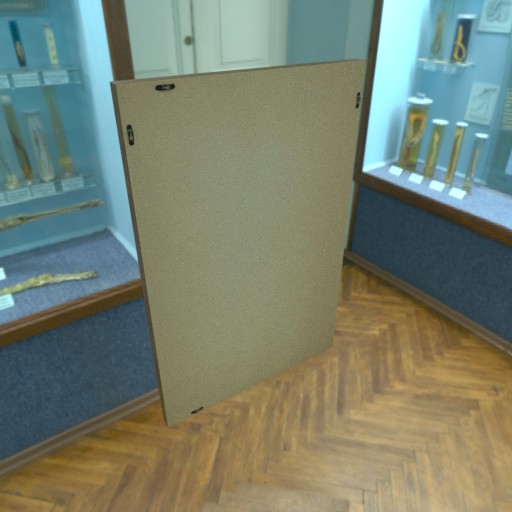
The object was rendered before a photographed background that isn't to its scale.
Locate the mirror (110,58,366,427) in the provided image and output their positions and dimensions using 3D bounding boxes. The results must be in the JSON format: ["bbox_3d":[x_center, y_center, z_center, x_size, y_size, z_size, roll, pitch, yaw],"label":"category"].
[{"bbox_3d":[0.000,0.000,1.168,0.609,0.915,0.040,-18,35,-28],"label":"mirror"}]
